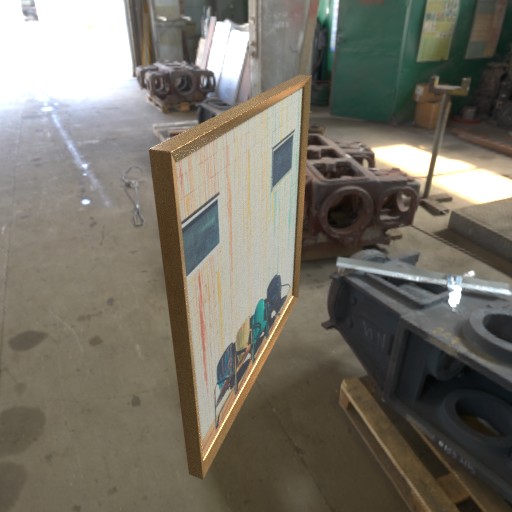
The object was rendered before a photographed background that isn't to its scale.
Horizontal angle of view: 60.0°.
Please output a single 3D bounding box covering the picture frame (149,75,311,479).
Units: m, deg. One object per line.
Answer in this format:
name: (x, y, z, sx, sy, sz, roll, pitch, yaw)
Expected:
picture frame: (0.000, 0.000, 1.129, 0.037, 0.761, 0.758, 11, 32, 18)
